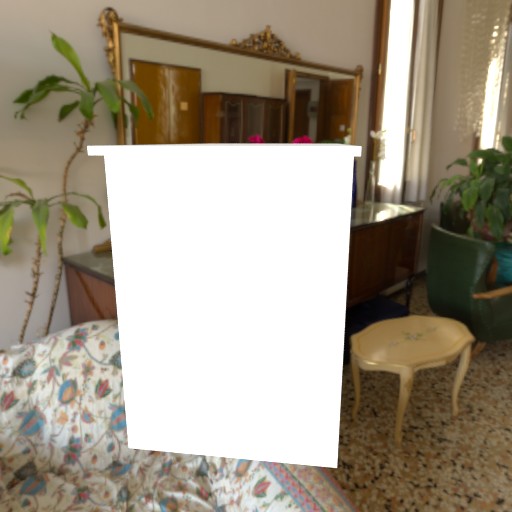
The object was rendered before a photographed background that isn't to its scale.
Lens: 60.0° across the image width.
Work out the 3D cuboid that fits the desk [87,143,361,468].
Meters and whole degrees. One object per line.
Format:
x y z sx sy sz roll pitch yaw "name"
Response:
0.000 0.000 1.506 0.560 0.735 1.097 2 15 8 "desk"
